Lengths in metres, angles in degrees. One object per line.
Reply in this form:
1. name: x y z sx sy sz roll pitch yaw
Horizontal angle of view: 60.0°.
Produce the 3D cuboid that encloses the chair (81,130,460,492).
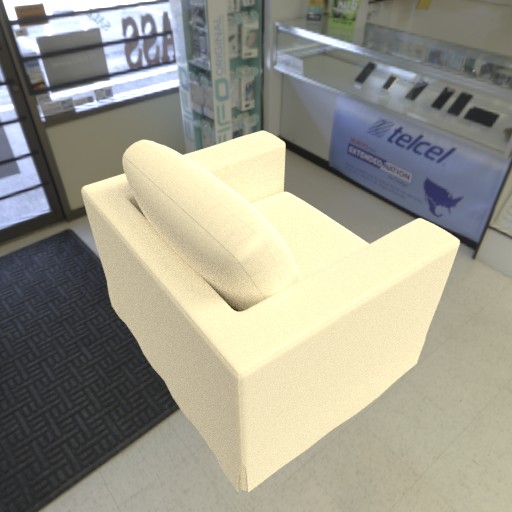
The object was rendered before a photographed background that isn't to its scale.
1. chair: 0.000 0.000 1.764 0.957 0.878 1.150 -25 46 -27
